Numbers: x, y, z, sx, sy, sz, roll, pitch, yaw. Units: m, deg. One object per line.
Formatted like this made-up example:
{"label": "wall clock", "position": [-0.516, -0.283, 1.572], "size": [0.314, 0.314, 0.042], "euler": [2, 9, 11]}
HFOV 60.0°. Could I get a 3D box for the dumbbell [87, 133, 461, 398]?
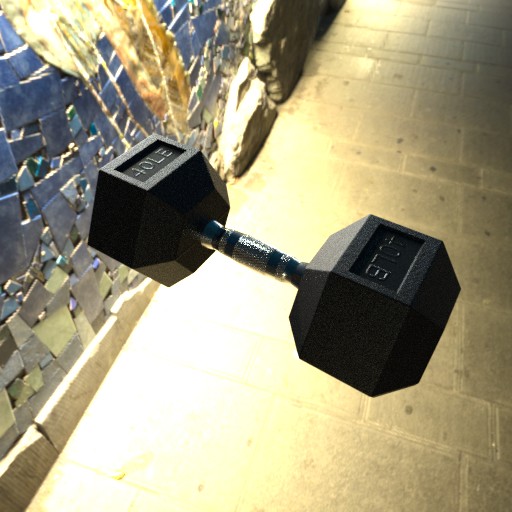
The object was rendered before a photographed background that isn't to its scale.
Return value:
{"label": "dumbbell", "position": [0.000, 0.000, 0.439], "size": [0.361, 0.137, 0.157], "euler": [25, 51, 22]}
